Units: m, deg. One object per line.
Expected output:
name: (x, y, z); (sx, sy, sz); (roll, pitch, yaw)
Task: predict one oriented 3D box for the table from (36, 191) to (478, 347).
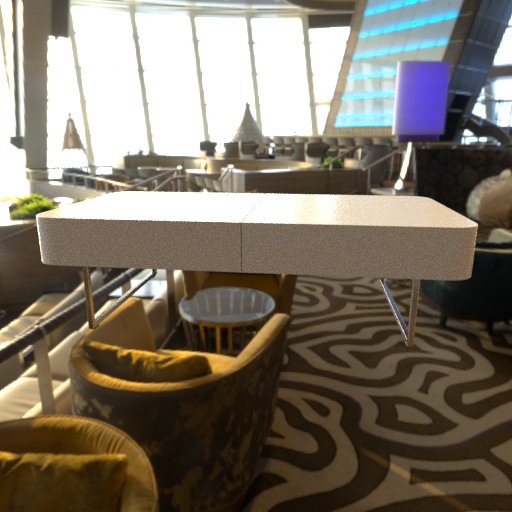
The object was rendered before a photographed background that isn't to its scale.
table: (0.000, 0.000, 1.475); (1.200, 0.340, 0.600); (2, 15, 7)
